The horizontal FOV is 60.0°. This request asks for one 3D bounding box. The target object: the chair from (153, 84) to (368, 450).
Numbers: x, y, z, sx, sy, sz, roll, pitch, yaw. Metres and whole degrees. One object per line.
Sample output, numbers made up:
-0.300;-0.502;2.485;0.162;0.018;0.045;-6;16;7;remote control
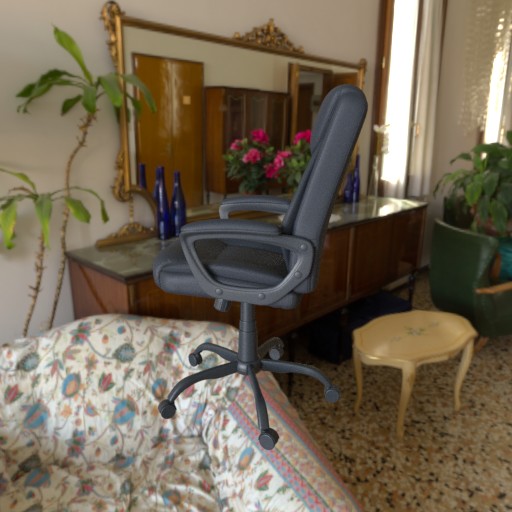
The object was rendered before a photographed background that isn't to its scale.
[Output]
0.000;0.000;1.522;0.655;1.072;0.615;2;15;8;chair
